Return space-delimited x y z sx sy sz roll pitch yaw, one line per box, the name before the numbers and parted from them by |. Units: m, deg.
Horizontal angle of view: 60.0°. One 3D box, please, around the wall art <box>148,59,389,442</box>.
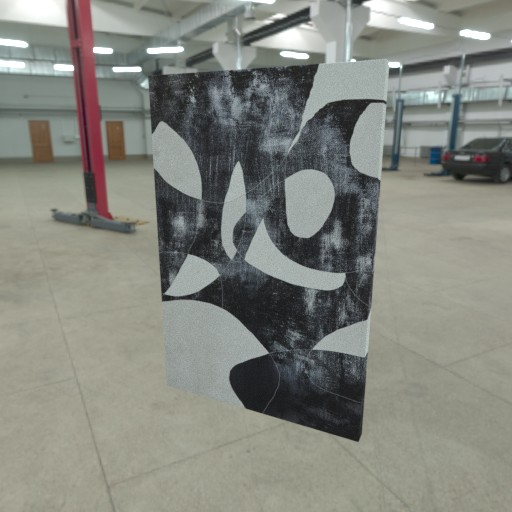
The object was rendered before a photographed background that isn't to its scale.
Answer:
wall art | 0.000 0.000 1.170 0.610 0.915 0.041 7 17 25
